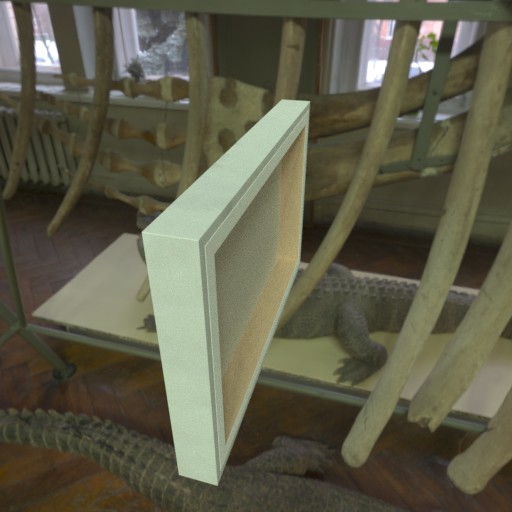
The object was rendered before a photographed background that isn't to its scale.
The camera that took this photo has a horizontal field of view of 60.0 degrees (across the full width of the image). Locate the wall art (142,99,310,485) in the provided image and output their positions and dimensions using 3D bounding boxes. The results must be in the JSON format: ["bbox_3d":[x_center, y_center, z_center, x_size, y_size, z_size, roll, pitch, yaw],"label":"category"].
[{"bbox_3d":[0.000,0.000,0.492,0.038,0.254,0.381,9,33,14],"label":"wall art"}]
